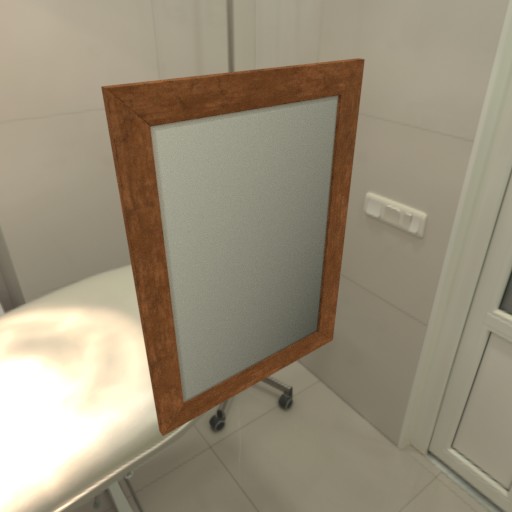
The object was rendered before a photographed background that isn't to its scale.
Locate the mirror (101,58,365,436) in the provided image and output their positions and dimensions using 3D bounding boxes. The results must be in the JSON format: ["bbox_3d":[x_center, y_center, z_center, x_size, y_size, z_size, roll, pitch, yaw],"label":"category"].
[{"bbox_3d":[0.000,0.000,1.408,0.796,1.099,0.028,-21,36,-31],"label":"mirror"}]
